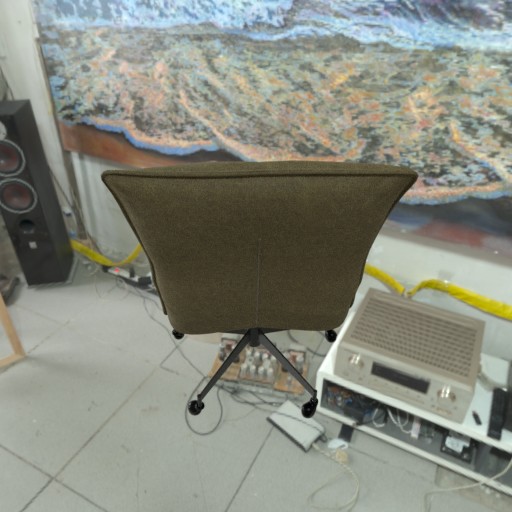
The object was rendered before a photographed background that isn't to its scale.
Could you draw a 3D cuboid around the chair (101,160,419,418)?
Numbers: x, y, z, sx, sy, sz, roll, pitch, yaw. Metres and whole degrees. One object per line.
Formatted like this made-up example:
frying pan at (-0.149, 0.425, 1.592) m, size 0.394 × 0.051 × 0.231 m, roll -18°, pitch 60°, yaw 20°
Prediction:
chair at (0.000, 0.000, 1.316) m, size 0.597 × 0.811 × 0.696 m, roll -1°, pitch 33°, yaw -2°
